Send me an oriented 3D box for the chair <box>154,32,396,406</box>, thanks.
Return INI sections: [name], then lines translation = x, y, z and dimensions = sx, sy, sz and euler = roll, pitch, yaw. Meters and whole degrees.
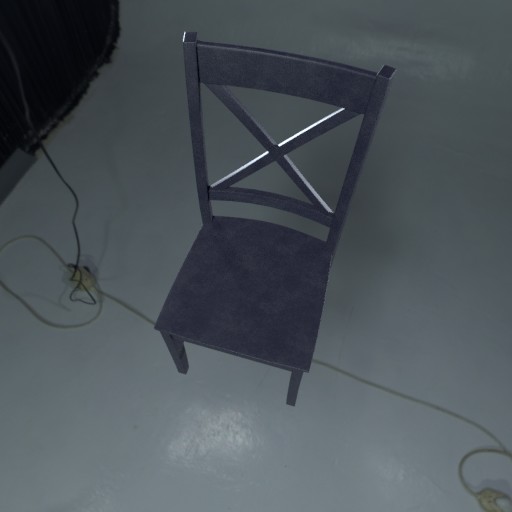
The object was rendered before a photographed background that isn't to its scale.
[chair]
translation = 0.000, 0.000, 1.281
dimensions = 0.485, 0.983, 0.542
euler = 14, 59, 8
